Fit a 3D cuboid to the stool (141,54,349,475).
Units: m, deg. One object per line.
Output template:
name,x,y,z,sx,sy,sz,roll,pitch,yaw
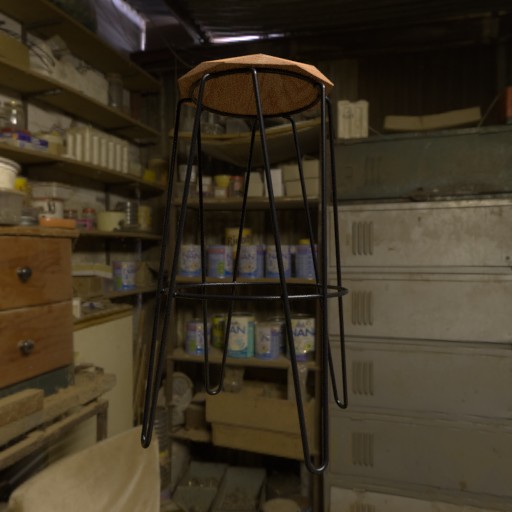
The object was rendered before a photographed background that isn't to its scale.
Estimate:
stool,0.000,0.000,0.794,0.326,0.610,0.326,0,0,18
